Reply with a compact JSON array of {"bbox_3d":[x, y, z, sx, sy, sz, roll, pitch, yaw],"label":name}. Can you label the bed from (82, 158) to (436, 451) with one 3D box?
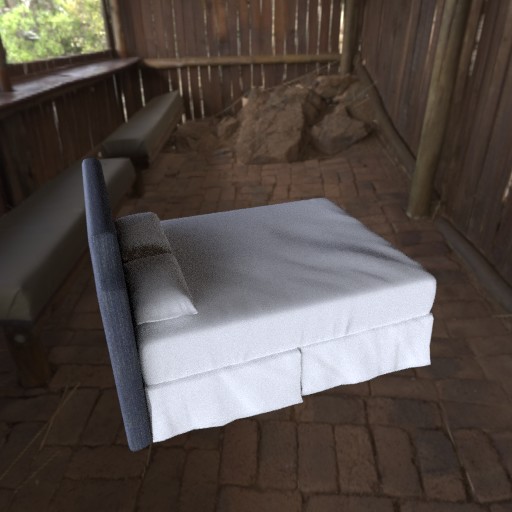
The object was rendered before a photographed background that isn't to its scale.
[{"bbox_3d":[0.000,0.000,3.179,2.116,1.290,1.693,-10,31,-18],"label":"bed"}]
